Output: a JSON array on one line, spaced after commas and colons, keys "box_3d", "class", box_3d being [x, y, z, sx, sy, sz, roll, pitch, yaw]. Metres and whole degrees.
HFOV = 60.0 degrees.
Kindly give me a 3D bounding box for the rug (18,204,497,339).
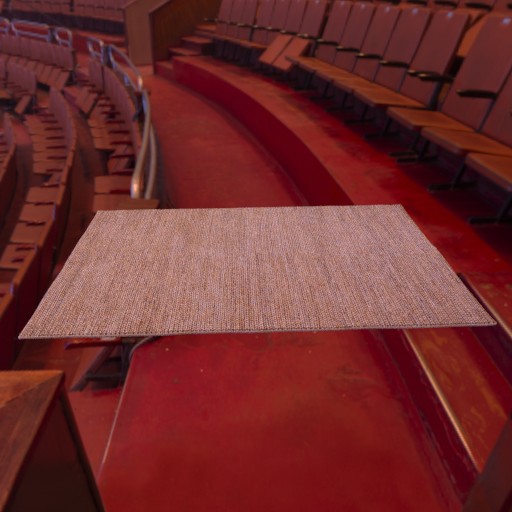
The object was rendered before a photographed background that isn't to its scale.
[{"box_3d": [0.000, 0.000, 2.904, 2.438, 0.034, 1.521, -1, 30, -2], "class": "rug"}]
